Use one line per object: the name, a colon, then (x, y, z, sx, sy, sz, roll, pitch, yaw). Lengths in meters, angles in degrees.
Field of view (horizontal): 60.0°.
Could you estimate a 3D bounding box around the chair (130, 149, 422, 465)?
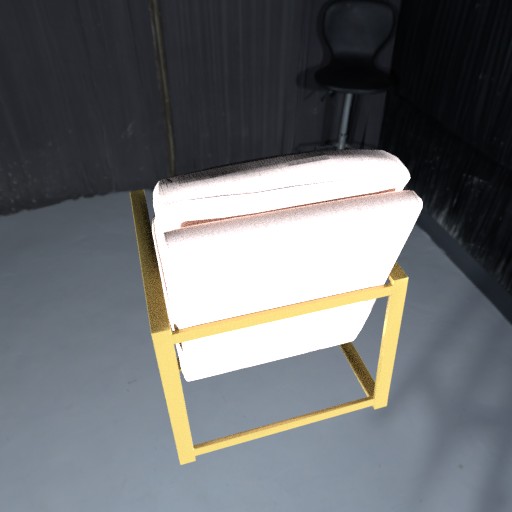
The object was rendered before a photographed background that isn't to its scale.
chair: (0.000, 0.000, 1.521, 0.758, 0.956, 0.813, -11, 42, -12)
